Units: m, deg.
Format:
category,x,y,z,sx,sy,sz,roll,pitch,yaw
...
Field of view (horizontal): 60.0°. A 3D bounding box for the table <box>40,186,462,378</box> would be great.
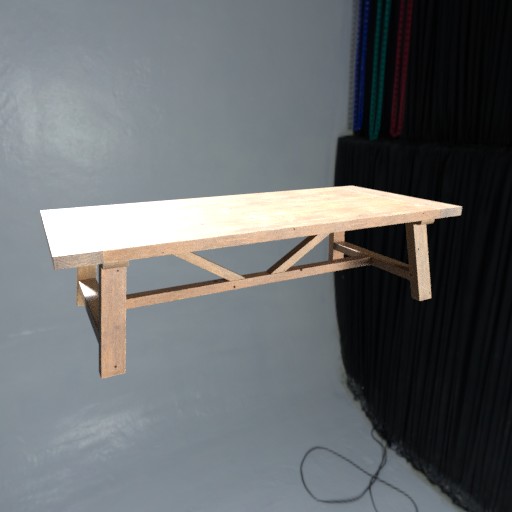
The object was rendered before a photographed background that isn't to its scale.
category,x,y,z,sx,sy,sz,roll,pitch,yaw
table,0.000,0.000,2.143,1.800,0.465,0.820,-9,19,-26
